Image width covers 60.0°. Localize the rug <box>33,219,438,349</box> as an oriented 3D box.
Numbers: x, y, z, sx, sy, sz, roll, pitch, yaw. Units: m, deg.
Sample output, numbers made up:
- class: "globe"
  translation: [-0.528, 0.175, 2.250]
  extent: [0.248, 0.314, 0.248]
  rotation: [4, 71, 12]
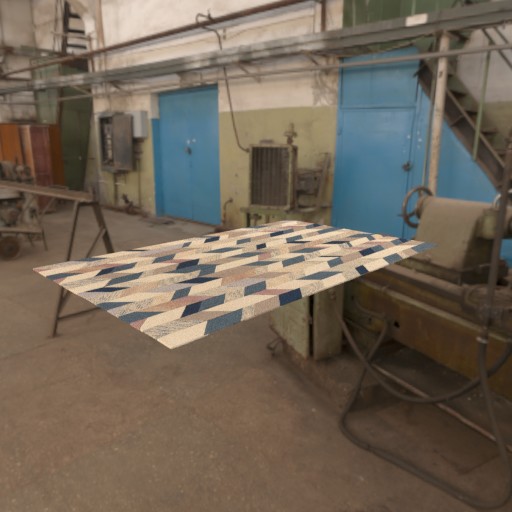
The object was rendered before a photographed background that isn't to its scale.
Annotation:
- class: "rug"
  translation: [0.000, 0.000, 3.066]
  extent: [2.423, 0.008, 1.513]
  rotation: [-14, 21, -43]
